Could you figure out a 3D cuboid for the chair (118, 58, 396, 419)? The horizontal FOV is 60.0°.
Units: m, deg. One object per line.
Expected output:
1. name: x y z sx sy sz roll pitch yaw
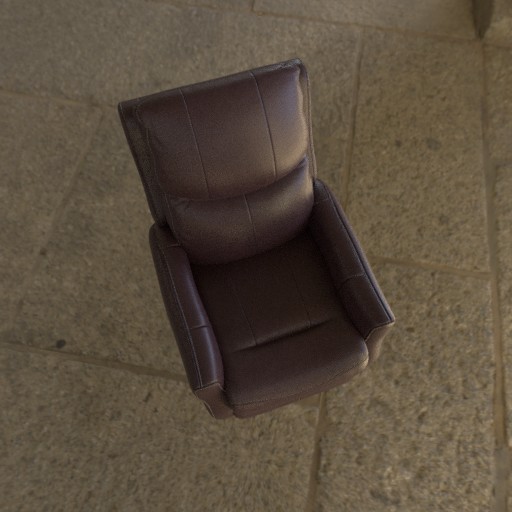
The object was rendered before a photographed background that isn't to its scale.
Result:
1. chair: 0.000 0.000 1.745 0.829 1.030 1.080 -17 67 -8
